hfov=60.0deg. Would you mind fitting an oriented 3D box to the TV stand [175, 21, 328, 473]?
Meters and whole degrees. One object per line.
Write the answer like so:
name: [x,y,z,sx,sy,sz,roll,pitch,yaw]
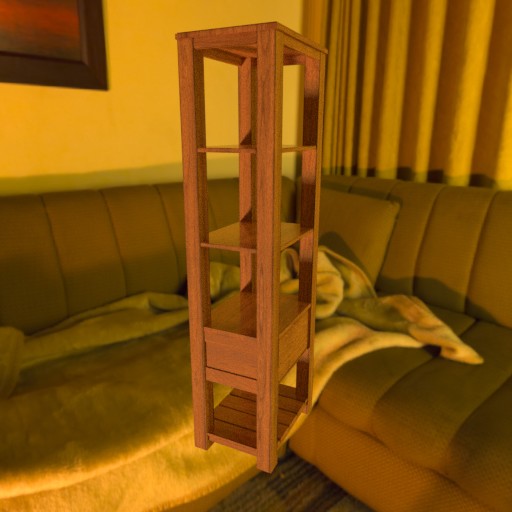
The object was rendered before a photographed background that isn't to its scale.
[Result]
TV stand: [0.000,0.000,2.064,0.435,1.828,0.565,7,17,25]
